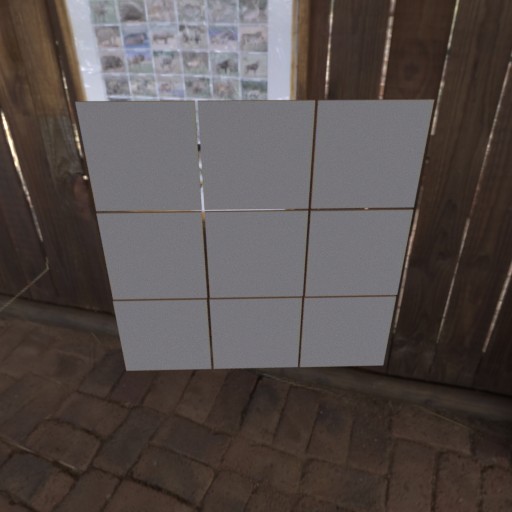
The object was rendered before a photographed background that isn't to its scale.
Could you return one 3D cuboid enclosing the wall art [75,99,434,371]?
[{"bbox_3d":[0.000,0.000,2.262,1.527,1.521,0.017,-1,30,-2],"label":"wall art"}]
